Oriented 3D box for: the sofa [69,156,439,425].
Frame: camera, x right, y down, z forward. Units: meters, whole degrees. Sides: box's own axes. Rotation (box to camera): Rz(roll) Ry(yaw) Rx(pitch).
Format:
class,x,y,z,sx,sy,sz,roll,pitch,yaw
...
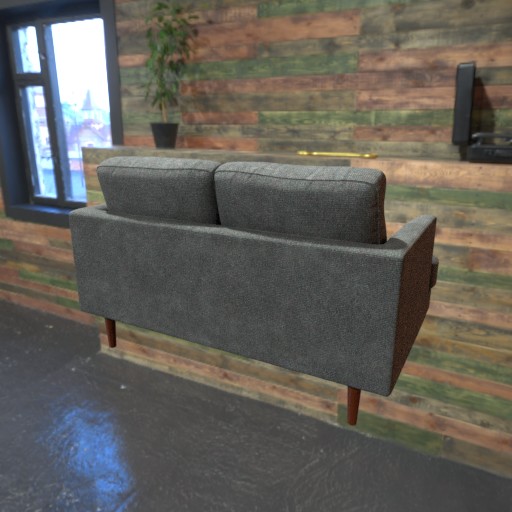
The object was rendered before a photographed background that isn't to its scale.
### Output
class,x,y,z,sx,sy,sz,roll,pitch,yaw
sofa,0.000,0.000,2.168,1.582,0.956,0.903,9,19,28
